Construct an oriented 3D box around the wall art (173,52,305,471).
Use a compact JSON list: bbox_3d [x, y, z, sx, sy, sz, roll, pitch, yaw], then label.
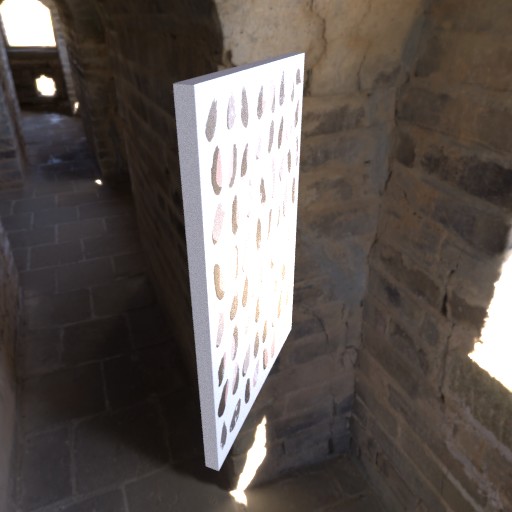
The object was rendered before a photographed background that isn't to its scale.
[{"bbox_3d":[0.000,0.000,0.761,0.025,0.608,0.405,11,31,19],"label":"wall art"}]
